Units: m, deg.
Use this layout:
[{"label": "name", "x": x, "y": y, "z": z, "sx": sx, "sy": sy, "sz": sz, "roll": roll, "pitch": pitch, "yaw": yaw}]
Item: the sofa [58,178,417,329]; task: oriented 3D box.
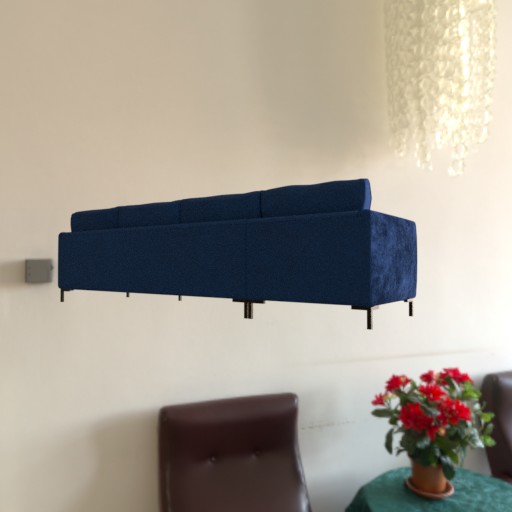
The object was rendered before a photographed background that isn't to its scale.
[{"label": "sofa", "x": 0.000, "y": 0.000, "z": 3.288, "sx": 2.486, "sy": 0.687, "sz": 1.707, "roll": -1, "pitch": -1, "yaw": 36}]
